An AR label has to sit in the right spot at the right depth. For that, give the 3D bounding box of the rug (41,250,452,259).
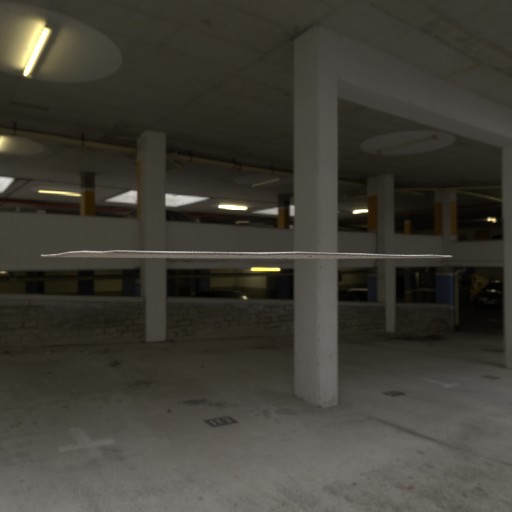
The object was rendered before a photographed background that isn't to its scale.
[{"bbox_3d":[0.000,0.000,1.076,0.869,0.008,0.511,1,-1,-36],"label":"rug"}]
